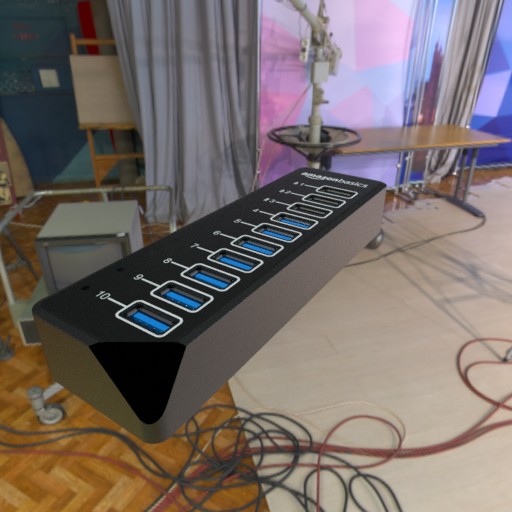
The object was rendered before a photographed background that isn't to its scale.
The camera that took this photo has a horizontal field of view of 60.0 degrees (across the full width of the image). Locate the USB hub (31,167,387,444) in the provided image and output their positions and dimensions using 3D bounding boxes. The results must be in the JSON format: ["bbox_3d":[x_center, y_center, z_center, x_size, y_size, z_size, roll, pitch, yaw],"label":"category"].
[{"bbox_3d":[0.000,0.000,0.159,0.044,0.023,0.145,18,34,30],"label":"USB hub"}]
